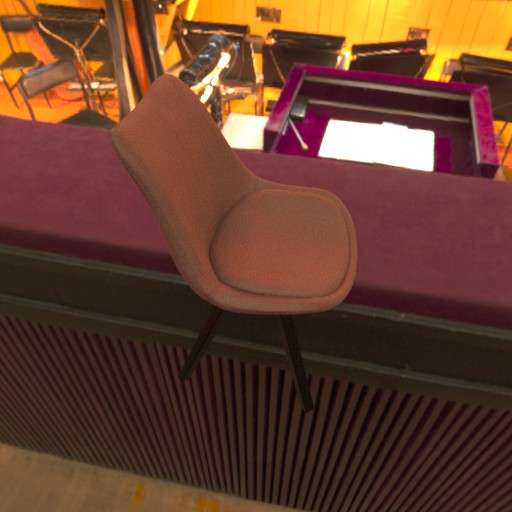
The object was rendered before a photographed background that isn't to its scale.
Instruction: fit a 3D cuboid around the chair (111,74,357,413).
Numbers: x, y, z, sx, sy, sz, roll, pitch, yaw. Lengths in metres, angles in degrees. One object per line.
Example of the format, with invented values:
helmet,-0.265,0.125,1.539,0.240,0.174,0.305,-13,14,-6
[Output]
chair,0.000,0.000,1.234,0.547,0.865,0.483,9,47,9
